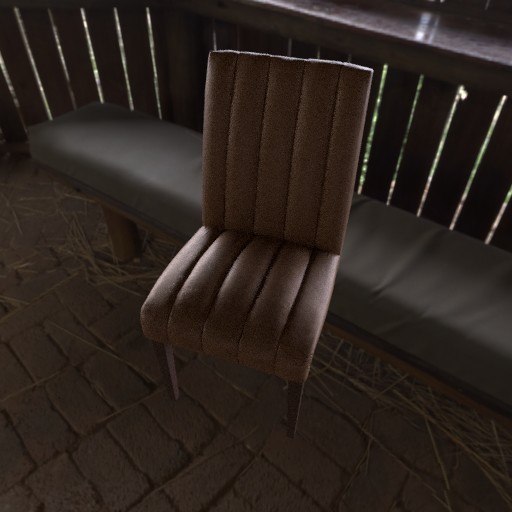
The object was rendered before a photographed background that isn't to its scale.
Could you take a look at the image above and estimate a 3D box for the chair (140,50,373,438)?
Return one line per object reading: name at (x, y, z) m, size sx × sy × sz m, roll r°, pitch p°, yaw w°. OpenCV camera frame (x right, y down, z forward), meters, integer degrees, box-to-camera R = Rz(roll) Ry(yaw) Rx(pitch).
chair at (0.000, 0.000, 1.384) m, size 0.511 × 1.016 × 0.647 m, roll 13°, pitch 43°, yaw 14°
